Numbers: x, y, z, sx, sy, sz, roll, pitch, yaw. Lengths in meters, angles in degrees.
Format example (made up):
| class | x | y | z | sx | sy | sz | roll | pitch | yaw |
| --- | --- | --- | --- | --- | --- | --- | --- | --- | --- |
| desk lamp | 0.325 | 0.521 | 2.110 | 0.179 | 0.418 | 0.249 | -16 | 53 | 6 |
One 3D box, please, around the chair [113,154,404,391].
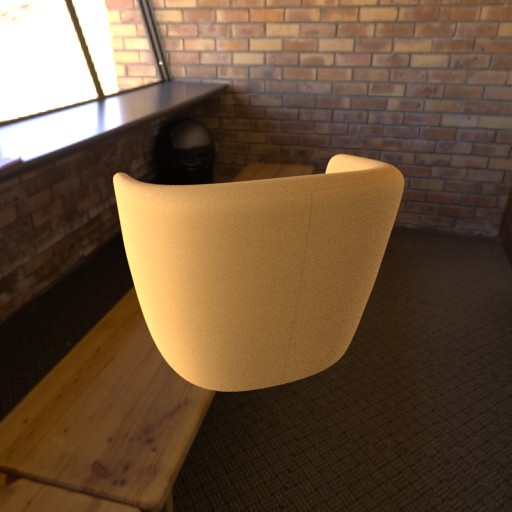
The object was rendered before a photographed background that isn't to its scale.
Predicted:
| class | x | y | z | sx | sy | sz | roll | pitch | yaw |
| --- | --- | --- | --- | --- | --- | --- | --- | --- | --- |
| chair | 0.000 | 0.000 | 1.362 | 0.773 | 0.698 | 0.767 | -8 | 28 | -15 |
